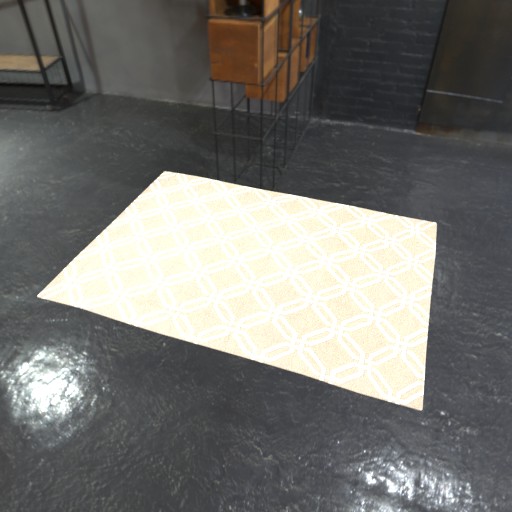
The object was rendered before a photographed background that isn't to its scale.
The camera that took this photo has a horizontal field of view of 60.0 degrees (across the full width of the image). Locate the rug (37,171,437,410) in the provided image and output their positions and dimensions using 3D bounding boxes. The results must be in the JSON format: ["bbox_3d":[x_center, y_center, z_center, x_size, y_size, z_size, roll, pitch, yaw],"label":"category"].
[{"bbox_3d":[0.000,0.000,2.802,2.135,0.013,1.524,13,42,15],"label":"rug"}]
